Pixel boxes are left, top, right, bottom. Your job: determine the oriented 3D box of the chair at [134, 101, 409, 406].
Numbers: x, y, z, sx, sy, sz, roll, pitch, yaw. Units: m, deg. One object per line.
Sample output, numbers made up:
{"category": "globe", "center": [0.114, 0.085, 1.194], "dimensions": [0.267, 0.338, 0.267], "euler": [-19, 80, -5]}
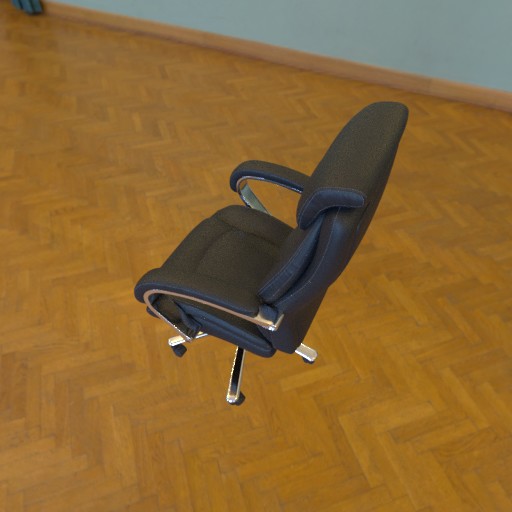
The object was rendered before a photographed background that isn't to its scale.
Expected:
{"category": "chair", "center": [0.000, 0.000, 1.668], "dimensions": [0.790, 1.183, 0.755], "euler": [19, 49, 17]}
